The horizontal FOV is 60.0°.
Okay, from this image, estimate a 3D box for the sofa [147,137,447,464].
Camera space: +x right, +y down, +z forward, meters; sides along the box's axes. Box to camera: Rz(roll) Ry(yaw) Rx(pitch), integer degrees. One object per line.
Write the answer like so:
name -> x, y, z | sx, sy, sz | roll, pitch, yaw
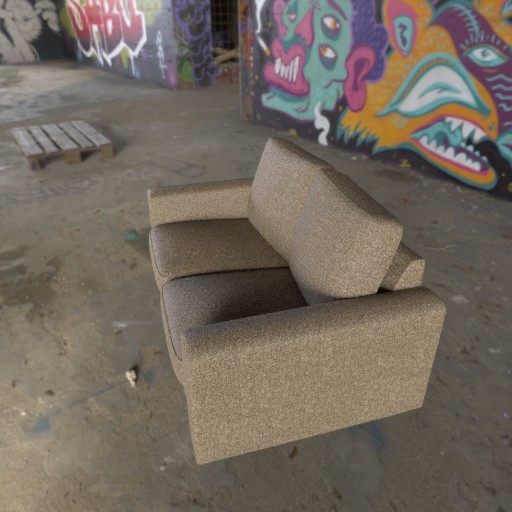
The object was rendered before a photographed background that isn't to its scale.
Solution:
sofa -> 0.000, 0.000, 2.252 | 1.016, 0.873, 1.616 | -8, 30, -14
